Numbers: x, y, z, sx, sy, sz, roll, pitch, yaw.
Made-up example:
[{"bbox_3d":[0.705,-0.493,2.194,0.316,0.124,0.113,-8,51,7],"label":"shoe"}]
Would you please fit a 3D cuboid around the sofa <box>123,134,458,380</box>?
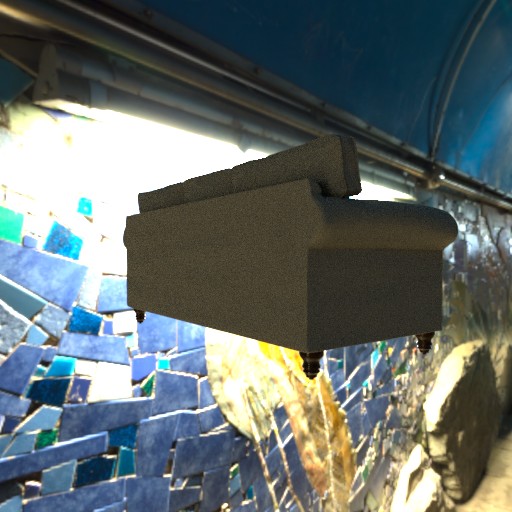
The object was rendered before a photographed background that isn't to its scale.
[{"bbox_3d":[0.000,0.000,2.667,0.916,0.961,2.084,0,0,-36],"label":"sofa"}]
